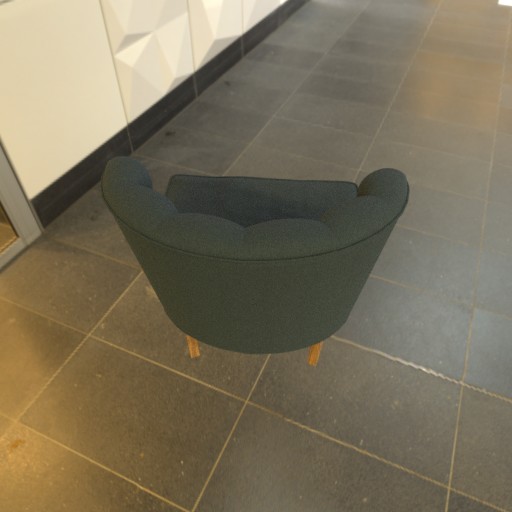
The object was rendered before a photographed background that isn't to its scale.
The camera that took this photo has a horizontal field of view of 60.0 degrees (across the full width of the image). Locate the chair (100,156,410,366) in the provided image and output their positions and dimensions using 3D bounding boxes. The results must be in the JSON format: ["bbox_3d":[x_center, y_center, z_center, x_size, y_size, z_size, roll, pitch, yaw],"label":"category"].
[{"bbox_3d":[0.000,0.000,1.376,0.740,0.771,0.718,3,46,3],"label":"chair"}]
